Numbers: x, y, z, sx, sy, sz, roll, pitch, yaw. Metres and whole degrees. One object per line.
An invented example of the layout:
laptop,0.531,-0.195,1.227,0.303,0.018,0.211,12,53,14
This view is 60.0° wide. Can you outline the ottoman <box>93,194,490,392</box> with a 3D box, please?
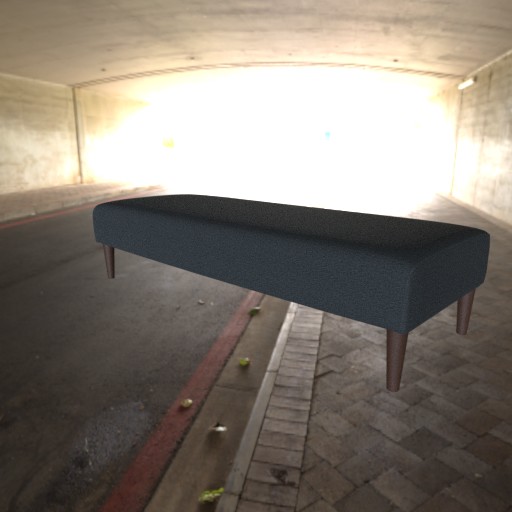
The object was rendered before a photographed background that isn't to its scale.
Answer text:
ottoman,0.000,0.000,1.840,1.609,0.393,0.646,13,19,42
